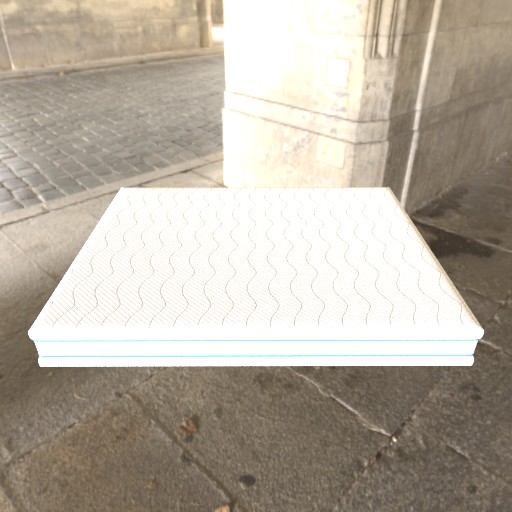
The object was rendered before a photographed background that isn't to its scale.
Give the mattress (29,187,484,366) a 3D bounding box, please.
[{"bbox_3d":[0.000,0.000,2.669,2.000,0.230,1.600,0,32,0],"label":"mattress"}]
